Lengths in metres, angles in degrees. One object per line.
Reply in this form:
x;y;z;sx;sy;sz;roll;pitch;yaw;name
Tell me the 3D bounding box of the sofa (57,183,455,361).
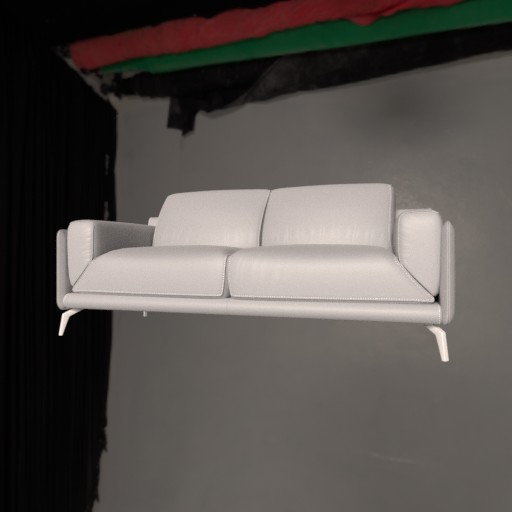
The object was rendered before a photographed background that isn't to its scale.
0.000;0.000;2.627;2.100;0.900;0.969;0;0;18;sofa
